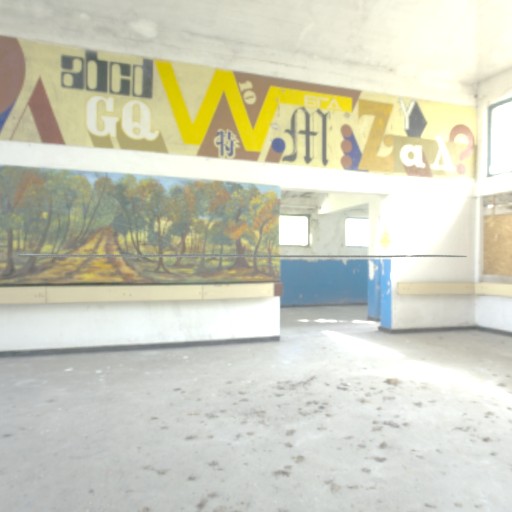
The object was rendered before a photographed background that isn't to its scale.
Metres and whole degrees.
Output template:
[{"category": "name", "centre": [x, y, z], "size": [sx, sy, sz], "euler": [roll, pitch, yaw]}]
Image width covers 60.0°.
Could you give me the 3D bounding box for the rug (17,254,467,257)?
[{"category": "rug", "centre": [0.000, 0.000, 2.668], "size": [2.439, 0.013, 0.762], "euler": [0, 0, -18]}]
